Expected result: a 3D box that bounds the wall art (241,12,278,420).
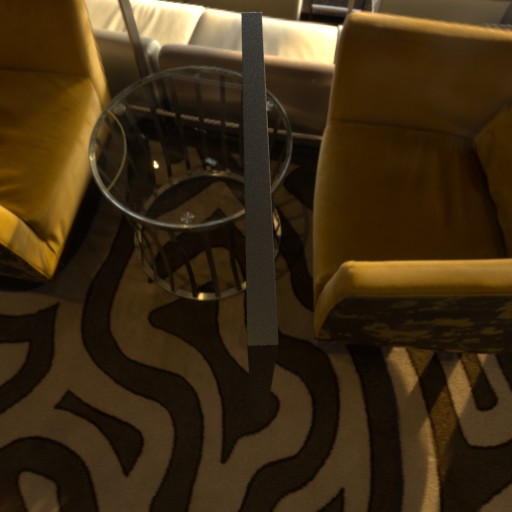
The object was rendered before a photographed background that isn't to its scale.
[{"bbox_3d":[0.000,0.000,0.745,0.028,0.557,0.457,-1,63,-1],"label":"wall art"}]
